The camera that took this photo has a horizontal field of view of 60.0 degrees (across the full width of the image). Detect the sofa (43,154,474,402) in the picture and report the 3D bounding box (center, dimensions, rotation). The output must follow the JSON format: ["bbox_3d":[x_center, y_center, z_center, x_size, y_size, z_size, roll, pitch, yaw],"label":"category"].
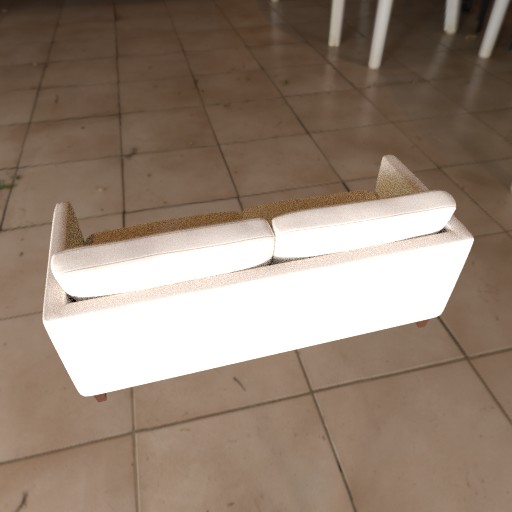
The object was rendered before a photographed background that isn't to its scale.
[{"bbox_3d":[0.000,0.000,2.572,2.139,0.933,0.924,-10,44,-11],"label":"sofa"}]
